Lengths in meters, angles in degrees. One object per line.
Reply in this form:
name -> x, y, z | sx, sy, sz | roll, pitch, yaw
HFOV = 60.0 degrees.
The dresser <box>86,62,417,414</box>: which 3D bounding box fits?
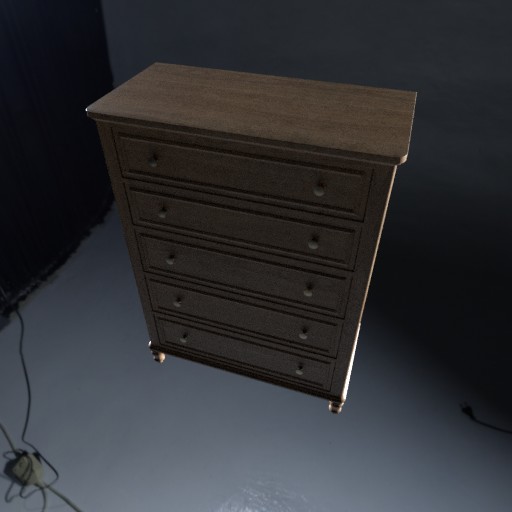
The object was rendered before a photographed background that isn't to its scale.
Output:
dresser -> 0.000, 0.000, 1.855 | 0.973, 1.318, 0.484 | 12, 42, 14
